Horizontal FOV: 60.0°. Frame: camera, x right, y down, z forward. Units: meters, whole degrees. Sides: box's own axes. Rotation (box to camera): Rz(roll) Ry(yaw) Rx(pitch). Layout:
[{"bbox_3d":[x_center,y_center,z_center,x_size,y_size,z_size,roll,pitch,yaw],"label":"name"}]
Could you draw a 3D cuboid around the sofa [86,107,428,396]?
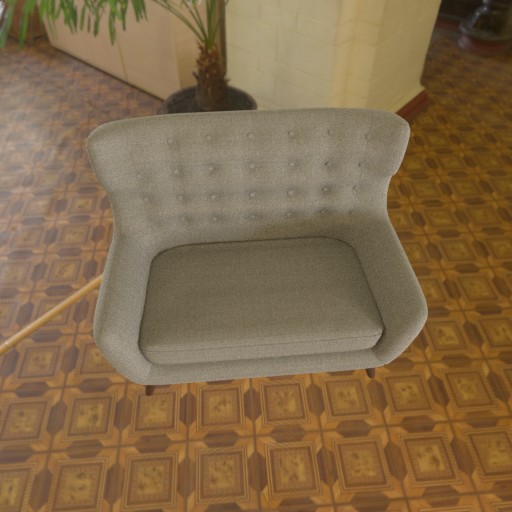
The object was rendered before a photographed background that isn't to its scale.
[{"bbox_3d":[0.000,0.000,2.035,1.386,1.028,0.884,-4,48,-3],"label":"sofa"}]
